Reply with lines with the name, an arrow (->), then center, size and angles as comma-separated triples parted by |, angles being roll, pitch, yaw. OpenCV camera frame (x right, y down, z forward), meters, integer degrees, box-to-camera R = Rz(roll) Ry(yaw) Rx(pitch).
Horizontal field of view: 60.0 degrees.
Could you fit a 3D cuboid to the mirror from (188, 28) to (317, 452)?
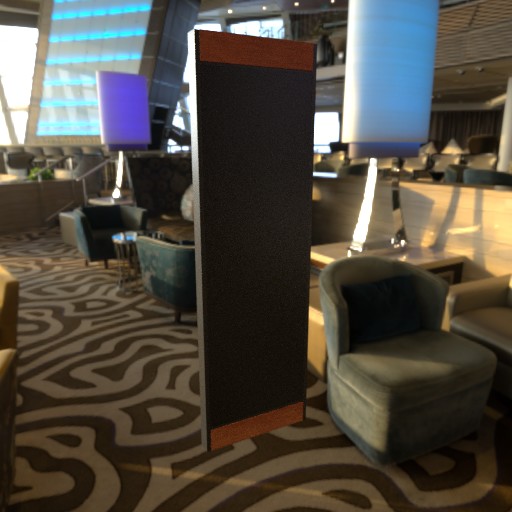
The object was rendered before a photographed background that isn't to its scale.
mirror -> 0.000, 0.000, 1.245 | 0.343, 1.123, 0.047 | -7, 16, -27
